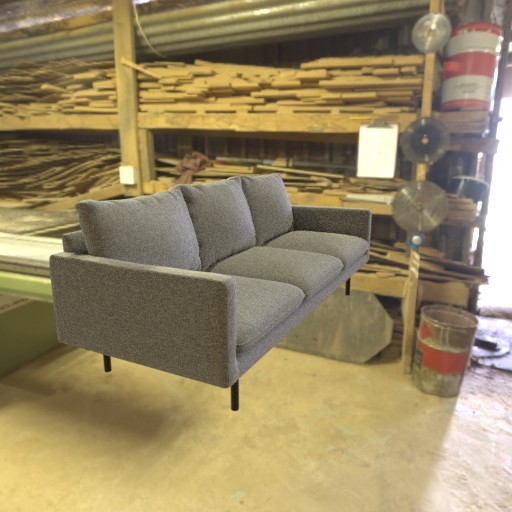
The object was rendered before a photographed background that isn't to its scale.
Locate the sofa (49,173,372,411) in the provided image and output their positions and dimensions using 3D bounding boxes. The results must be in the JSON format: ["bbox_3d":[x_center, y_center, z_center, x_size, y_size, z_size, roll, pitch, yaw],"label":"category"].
[{"bbox_3d":[0.000,0.000,2.474,0.850,0.830,2.000,7,15,26],"label":"sofa"}]
